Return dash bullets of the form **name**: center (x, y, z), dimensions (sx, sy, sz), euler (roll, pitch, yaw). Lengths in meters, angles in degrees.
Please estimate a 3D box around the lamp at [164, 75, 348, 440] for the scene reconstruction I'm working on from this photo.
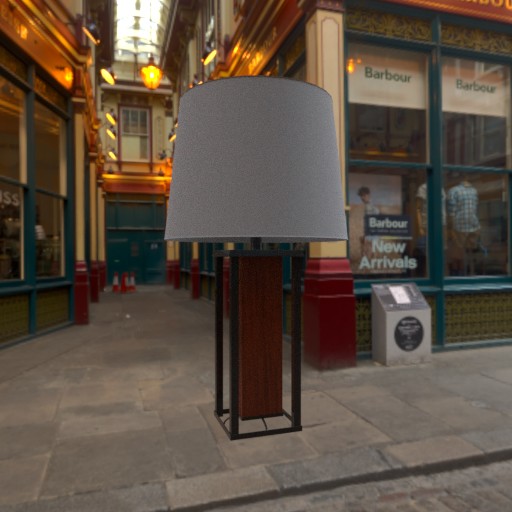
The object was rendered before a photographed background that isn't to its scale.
- **lamp**: center (0.000, 0.000, 0.785), dimensions (0.320, 0.591, 0.320), euler (0, 0, 0)
